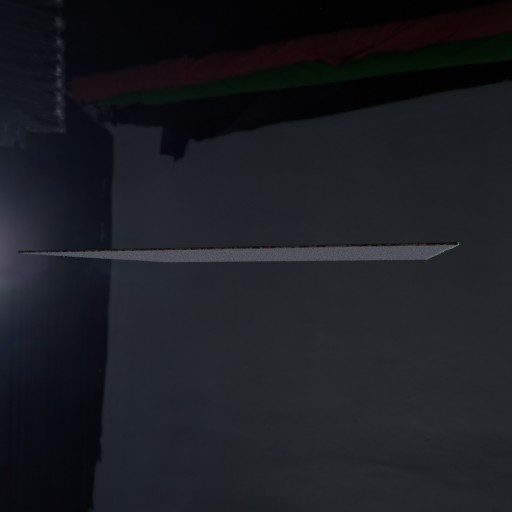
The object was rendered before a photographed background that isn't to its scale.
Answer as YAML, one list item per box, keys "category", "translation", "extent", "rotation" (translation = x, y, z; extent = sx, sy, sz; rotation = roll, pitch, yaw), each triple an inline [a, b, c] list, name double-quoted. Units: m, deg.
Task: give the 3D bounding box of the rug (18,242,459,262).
- category: "rug"
  translation: [0.000, 0.000, 4.212]
  extent: [3.215, 0.020, 2.446]
  rotation: [-1, -3, 17]
